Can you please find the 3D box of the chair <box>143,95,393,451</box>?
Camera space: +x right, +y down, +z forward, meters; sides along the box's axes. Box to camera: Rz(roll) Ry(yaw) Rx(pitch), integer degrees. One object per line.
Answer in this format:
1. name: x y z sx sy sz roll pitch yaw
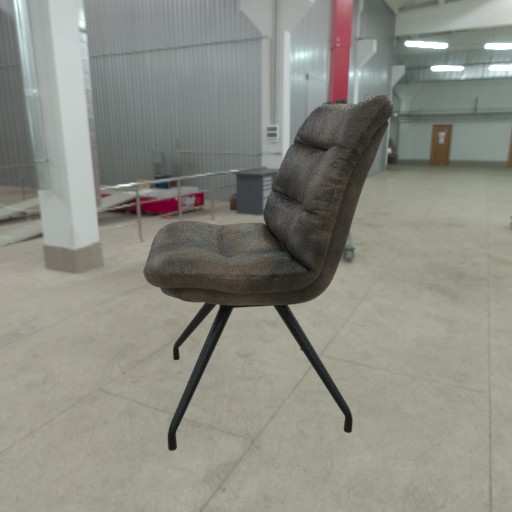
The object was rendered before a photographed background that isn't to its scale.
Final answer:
1. chair: 0.000 0.000 1.286 0.622 0.870 0.549 -2 15 -8
